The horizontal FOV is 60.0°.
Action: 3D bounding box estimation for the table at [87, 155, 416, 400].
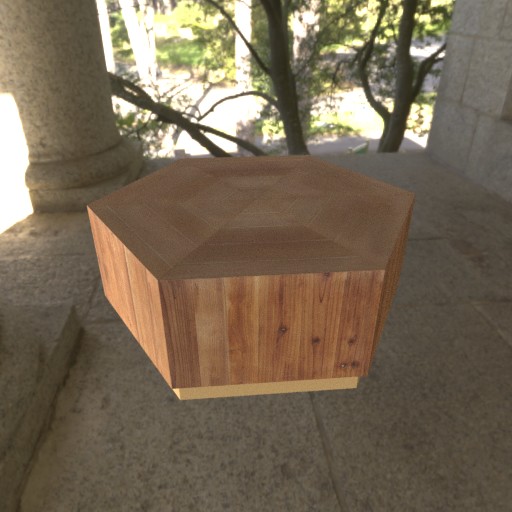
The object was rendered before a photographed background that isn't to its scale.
[{"bbox_3d":[0.000,0.000,1.663,1.000,0.456,1.154,-19,35,-30],"label":"table"}]
